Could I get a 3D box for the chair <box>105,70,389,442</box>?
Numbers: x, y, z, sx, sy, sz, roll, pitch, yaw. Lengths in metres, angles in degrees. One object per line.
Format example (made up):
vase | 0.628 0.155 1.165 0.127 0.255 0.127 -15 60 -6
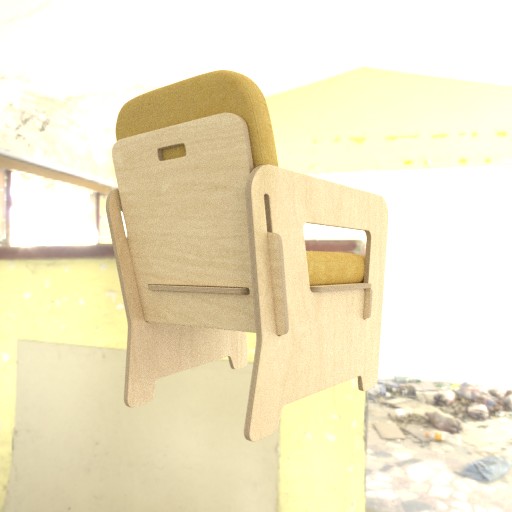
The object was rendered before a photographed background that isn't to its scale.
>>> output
chair | 0.000 0.000 1.294 0.590 0.800 0.710 -1 -2 35
